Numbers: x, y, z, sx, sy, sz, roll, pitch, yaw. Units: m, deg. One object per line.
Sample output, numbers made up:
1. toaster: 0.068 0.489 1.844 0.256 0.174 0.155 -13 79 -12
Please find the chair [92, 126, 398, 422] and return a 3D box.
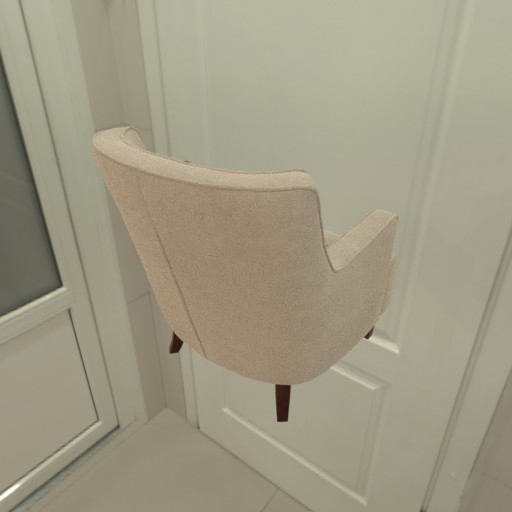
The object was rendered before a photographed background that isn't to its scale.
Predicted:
1. chair: 0.000 0.000 1.592 0.781 0.920 0.910 22 37 32
